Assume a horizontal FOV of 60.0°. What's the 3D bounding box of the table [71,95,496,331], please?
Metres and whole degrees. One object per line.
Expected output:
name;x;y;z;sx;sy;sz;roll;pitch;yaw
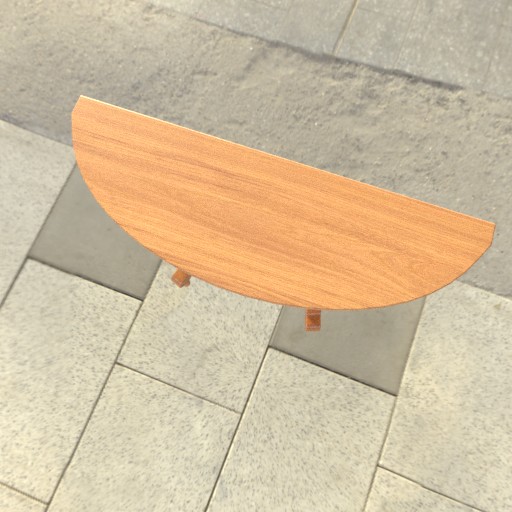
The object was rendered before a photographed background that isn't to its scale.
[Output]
table;0.000;0.000;1.498;1.198;0.692;0.394;18;75;5
